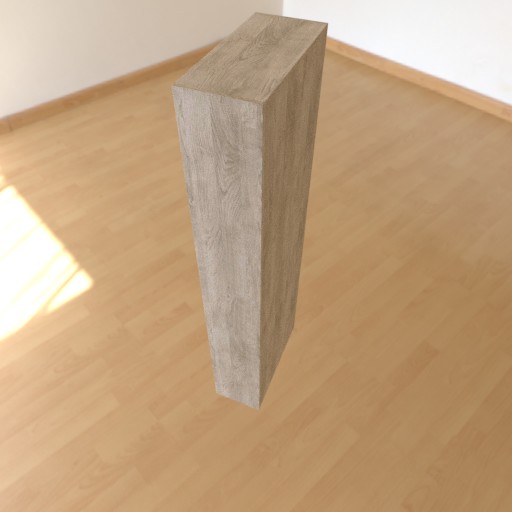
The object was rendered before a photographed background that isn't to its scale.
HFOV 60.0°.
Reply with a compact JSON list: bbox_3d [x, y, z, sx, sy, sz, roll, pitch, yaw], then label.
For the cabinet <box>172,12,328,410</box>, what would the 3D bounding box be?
[{"bbox_3d":[0.000,0.000,1.788,0.250,1.630,0.520,17,50,15],"label":"cabinet"}]
